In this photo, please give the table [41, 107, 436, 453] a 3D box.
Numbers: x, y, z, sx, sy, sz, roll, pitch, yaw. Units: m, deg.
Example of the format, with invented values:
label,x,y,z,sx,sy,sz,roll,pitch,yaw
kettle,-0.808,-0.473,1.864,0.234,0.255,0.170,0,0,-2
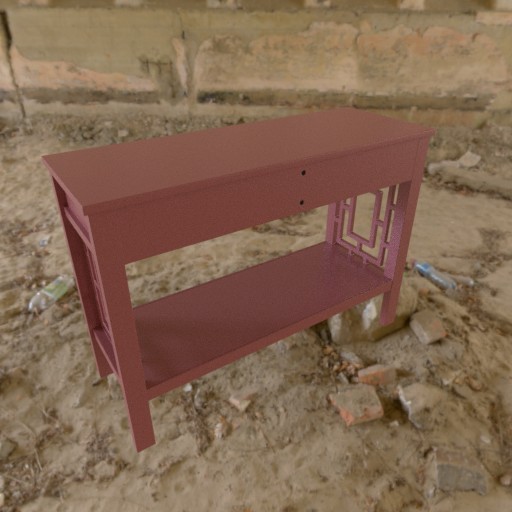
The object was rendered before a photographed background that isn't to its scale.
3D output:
label,x,y,z,sx,sy,sz,roll,pitch,yaw
table,0.000,0.000,1.440,1.068,0.753,0.397,-19,35,-29
